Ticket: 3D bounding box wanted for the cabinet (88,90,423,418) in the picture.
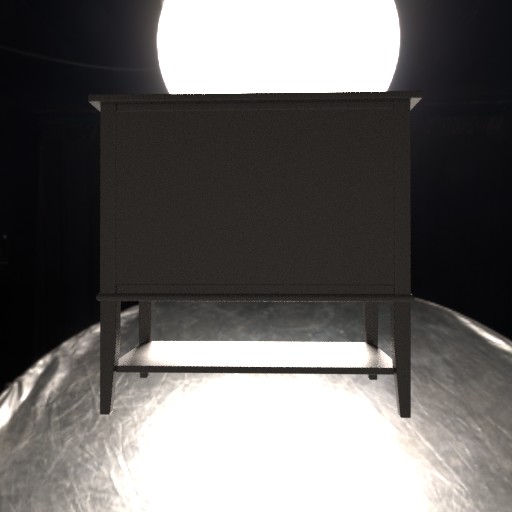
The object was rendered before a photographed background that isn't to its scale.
[{"bbox_3d":[0.000,0.000,1.255,0.801,0.780,0.396,0,0,2],"label":"cabinet"}]
